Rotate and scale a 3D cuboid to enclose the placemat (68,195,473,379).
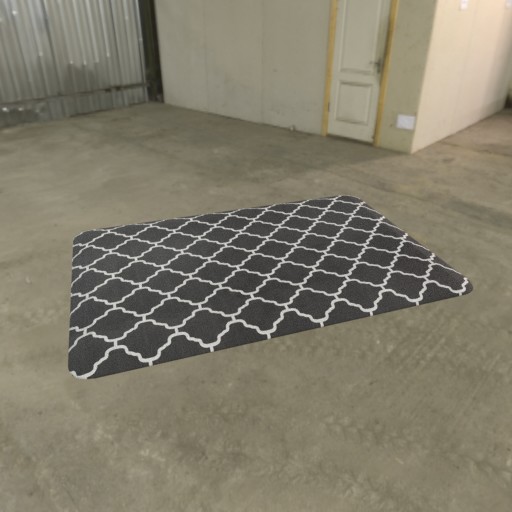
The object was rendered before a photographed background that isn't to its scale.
[{"bbox_3d":[0.000,0.000,0.966,0.762,0.021,0.508,-10,32,-16],"label":"placemat"}]
